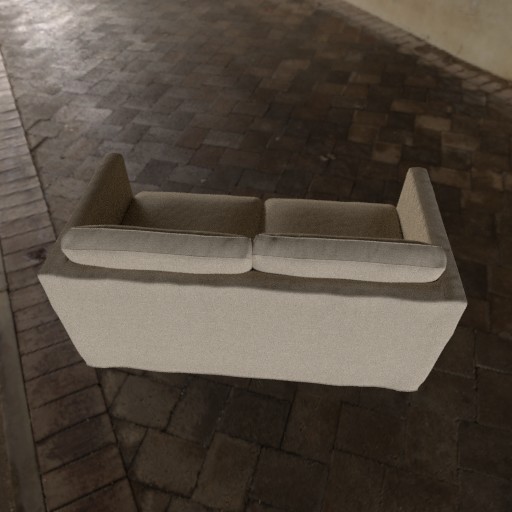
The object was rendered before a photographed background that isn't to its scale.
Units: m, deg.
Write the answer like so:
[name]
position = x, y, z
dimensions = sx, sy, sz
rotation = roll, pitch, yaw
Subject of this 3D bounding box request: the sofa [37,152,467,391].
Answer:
[sofa]
position = 0.000, 0.000, 2.289
dimensions = 1.766, 0.828, 0.956
rotation = 4, 46, 3
